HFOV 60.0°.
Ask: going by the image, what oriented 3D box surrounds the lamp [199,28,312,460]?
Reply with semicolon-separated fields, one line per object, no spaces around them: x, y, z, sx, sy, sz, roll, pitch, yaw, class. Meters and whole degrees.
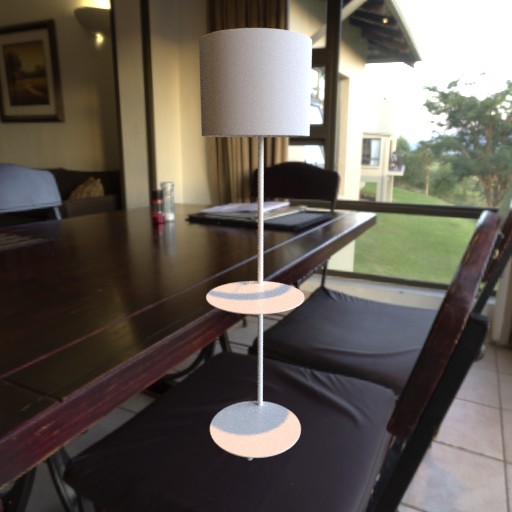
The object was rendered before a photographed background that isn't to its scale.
0.000;0.000;1.658;0.372;1.465;0.405;2;14;7;lamp
